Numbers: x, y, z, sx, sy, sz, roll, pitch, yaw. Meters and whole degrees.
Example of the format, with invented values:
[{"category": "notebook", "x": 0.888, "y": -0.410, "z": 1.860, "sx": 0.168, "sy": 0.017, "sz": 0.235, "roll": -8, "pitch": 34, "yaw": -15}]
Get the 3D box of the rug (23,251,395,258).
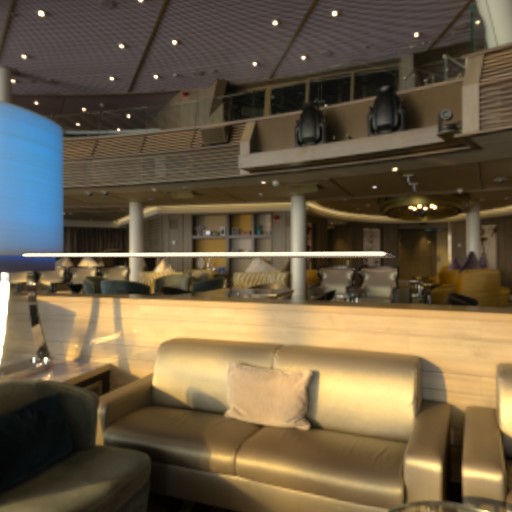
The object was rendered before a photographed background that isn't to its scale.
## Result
[{"category": "rug", "x": 0.000, "y": 0.000, "z": 4.150, "sx": 2.462, "sy": 0.030, "sz": 3.066, "roll": 0, "pitch": 0, "yaw": 18}]
